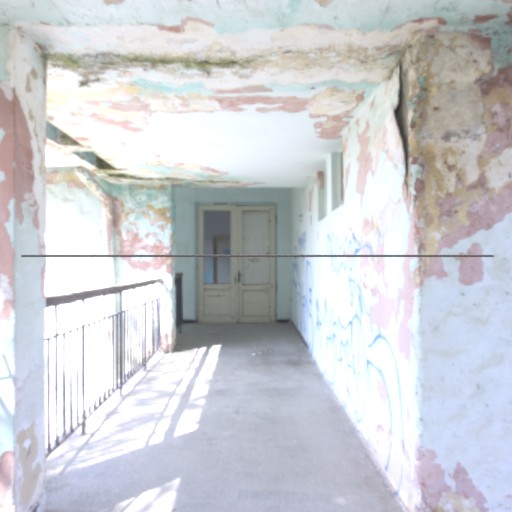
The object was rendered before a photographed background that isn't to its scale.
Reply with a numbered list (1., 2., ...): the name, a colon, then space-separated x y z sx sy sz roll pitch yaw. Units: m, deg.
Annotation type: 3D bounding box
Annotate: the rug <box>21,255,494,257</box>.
1. rug: 0.000 0.000 2.663 2.448 0.012 0.769 0 0 1
